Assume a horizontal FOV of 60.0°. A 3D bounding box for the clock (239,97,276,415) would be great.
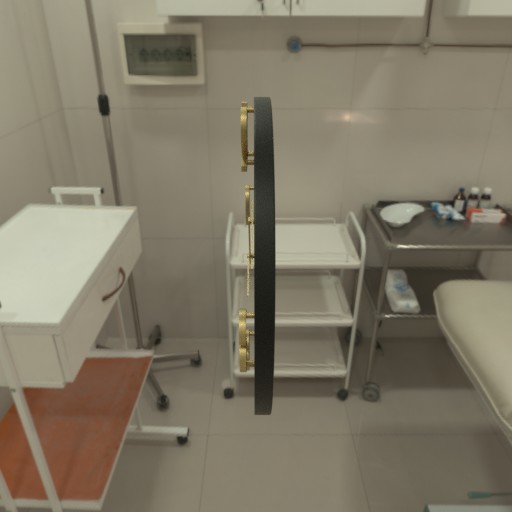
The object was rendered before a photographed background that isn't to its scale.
[{"bbox_3d":[0.000,0.000,0.672,0.038,0.454,0.454,0,28,0],"label":"clock"}]
